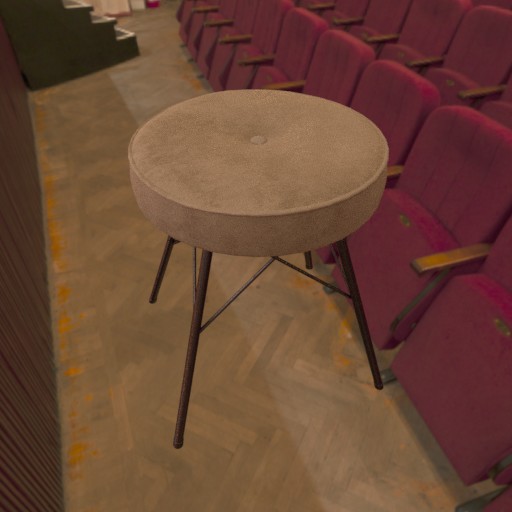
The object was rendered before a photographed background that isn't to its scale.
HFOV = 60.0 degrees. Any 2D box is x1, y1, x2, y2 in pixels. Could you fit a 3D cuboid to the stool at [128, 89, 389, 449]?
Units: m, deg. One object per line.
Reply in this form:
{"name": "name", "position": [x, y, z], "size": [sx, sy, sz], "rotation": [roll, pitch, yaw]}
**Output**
{"name": "stool", "position": [0.000, 0.000, 0.876], "size": [0.457, 0.538, 0.423], "rotation": [-11, 43, -13]}
